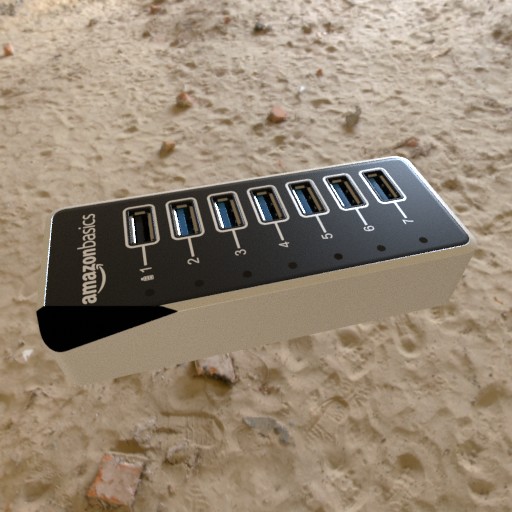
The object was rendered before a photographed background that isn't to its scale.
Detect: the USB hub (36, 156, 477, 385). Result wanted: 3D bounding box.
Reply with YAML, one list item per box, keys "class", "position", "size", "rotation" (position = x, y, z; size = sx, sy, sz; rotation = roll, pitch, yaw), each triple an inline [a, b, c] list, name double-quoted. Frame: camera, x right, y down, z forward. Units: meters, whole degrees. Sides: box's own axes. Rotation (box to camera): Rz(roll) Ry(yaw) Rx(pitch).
- class: "USB hub"
  position: [0.000, 0.000, 0.126]
  size: [0.110, 0.023, 0.044]
  rotation: [-11, 48, -10]
